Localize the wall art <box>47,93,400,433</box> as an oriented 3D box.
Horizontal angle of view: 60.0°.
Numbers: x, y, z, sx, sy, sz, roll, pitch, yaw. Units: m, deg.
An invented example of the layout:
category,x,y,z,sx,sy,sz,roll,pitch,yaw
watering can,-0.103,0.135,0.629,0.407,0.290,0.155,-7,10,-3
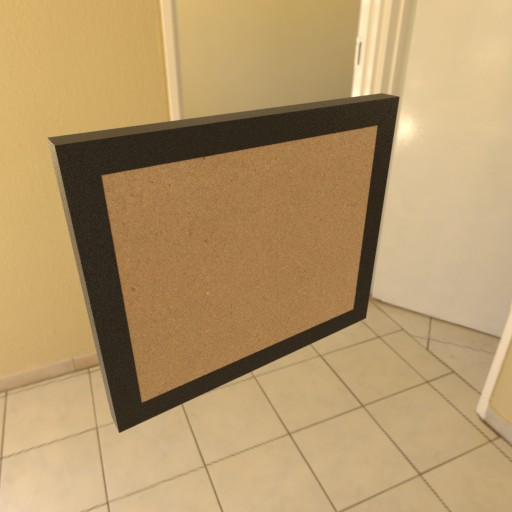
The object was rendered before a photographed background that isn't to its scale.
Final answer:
category,x,y,z,sx,sy,sz,roll,pitch,yaw
wall art,0.000,0.000,0.513,0.381,0.321,0.028,-18,34,-28
